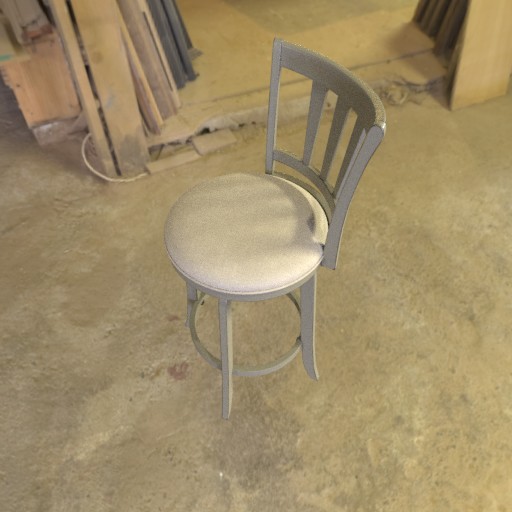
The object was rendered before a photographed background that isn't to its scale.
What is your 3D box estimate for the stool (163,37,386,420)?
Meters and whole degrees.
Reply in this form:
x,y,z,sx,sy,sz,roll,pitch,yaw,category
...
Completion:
x,y,z,sx,sy,sz,roll,pitch,yaw,category
0.000,0.000,1.258,0.486,0.994,0.450,-18,50,-16,stool
